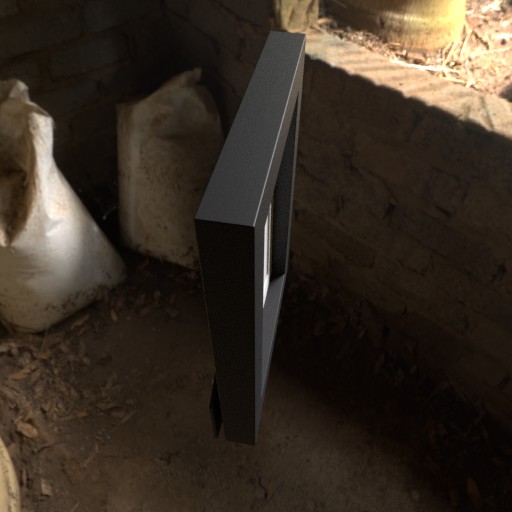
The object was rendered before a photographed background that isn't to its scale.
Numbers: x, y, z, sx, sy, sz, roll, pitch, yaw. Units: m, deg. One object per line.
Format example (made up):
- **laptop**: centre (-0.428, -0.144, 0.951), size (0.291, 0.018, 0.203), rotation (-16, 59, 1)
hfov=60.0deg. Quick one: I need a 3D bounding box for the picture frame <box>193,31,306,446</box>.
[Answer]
- **picture frame**: centre (0.000, 0.000, 0.276), size (0.028, 0.208, 0.157), rotation (8, 49, 7)
